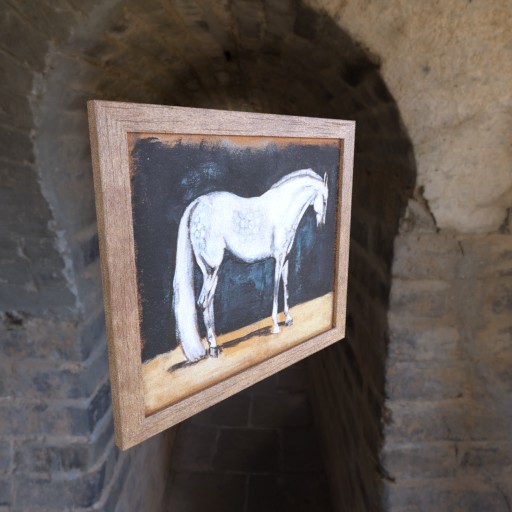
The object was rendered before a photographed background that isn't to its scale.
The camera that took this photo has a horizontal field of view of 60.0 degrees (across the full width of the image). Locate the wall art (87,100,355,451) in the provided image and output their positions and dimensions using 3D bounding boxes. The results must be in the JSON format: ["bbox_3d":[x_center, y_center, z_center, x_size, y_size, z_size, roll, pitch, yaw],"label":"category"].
[{"bbox_3d":[0.000,0.000,0.959,0.026,0.588,0.690,13,19,43],"label":"wall art"}]
